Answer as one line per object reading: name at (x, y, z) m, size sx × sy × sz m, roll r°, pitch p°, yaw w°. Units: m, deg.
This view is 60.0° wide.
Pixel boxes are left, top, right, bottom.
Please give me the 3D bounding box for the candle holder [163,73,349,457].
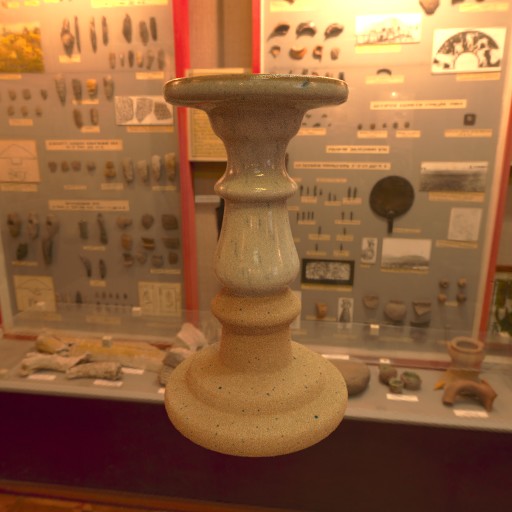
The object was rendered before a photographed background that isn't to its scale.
candle holder at (0.000, 0.000, 0.278) m, size 0.123 × 0.202 × 0.123 m, roll 0°, pitch 16°, yaw 0°
